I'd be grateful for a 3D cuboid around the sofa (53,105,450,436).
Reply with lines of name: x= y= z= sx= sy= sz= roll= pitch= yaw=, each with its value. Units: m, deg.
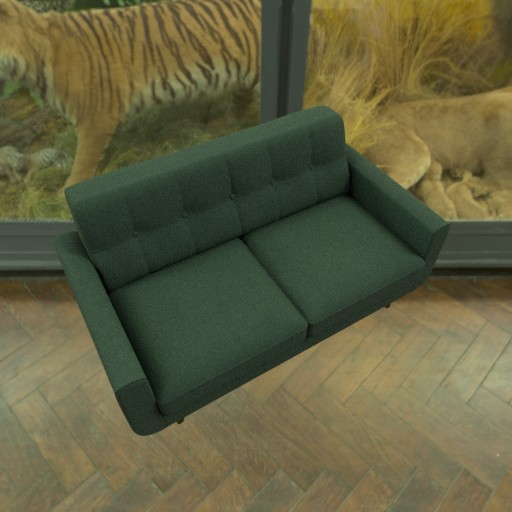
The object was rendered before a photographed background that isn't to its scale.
sofa: x=0.000 y=0.000 z=2.139 sx=1.631 sy=0.841 sz=0.909 roll=-24 pitch=52 yaw=-20
